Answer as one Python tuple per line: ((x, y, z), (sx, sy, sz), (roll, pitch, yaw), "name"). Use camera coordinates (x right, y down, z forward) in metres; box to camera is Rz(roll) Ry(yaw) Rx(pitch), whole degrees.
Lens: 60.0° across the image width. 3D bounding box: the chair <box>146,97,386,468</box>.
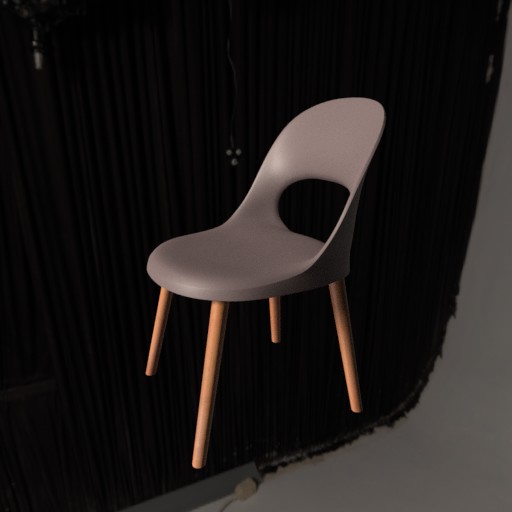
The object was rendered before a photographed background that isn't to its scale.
((0.000, 0.000, 1.164), (0.556, 0.794, 0.470), (-9, 19, -26), "chair")
